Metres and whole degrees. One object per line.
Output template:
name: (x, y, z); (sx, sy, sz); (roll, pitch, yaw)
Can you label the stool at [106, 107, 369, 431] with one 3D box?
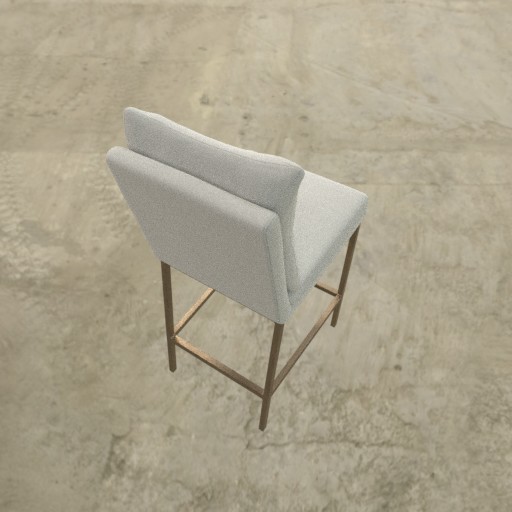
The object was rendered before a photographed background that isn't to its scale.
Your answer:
stool: (0.000, 0.000, 1.361); (0.463, 1.032, 0.572); (25, 51, 22)
